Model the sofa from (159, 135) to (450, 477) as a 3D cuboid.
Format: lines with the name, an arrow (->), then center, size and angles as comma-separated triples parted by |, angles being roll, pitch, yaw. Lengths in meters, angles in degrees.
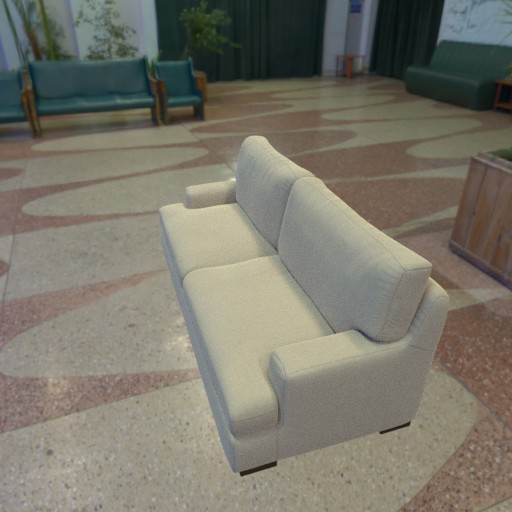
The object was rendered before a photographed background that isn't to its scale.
sofa -> 0.000, 0.000, 2.638 | 0.929, 0.925, 2.147 | -9, 31, -16
